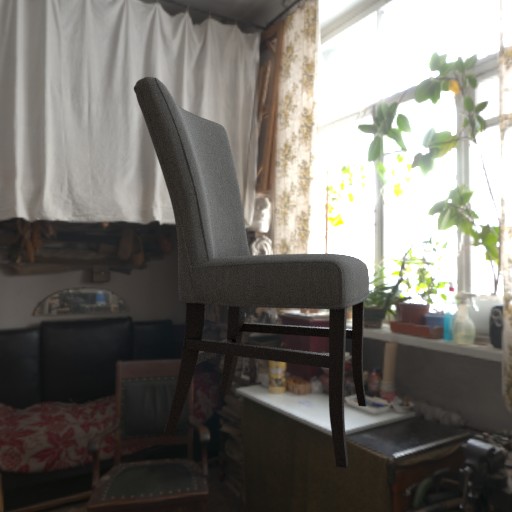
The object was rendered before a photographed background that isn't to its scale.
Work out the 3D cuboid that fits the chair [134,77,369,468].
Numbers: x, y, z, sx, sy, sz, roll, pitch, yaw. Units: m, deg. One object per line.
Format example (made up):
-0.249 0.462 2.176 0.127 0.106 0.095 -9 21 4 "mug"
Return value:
0.000 0.000 1.364 0.660 0.991 0.520 0 -1 19 "chair"
